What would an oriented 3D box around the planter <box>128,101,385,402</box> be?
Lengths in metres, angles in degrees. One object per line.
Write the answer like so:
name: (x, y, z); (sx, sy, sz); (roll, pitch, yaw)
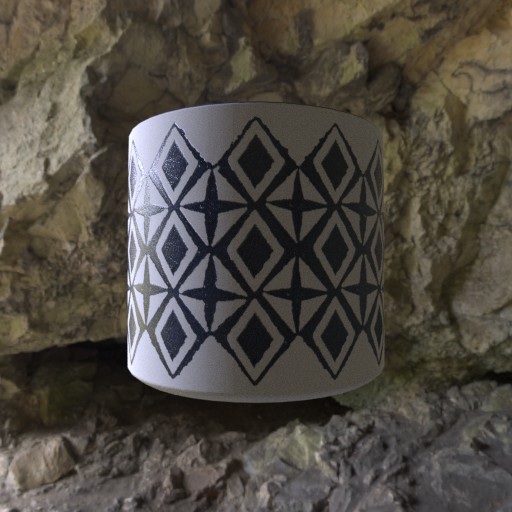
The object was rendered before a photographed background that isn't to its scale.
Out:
planter: (0.000, 0.000, 0.327); (0.182, 0.165, 0.182); (0, -1, 0)
